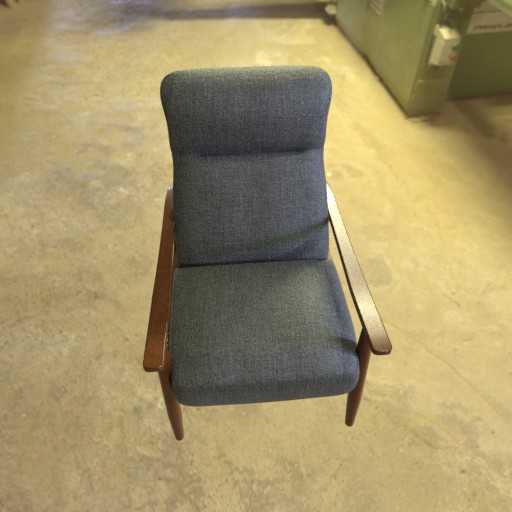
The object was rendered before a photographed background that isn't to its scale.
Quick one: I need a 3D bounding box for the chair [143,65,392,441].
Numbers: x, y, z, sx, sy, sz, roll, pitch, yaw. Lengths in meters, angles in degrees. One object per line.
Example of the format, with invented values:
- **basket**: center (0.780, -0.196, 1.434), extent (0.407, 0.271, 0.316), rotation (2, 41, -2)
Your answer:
- **chair**: center (0.000, 0.000, 1.748), extent (0.762, 1.082, 1.030), rotation (-3, 47, -3)
